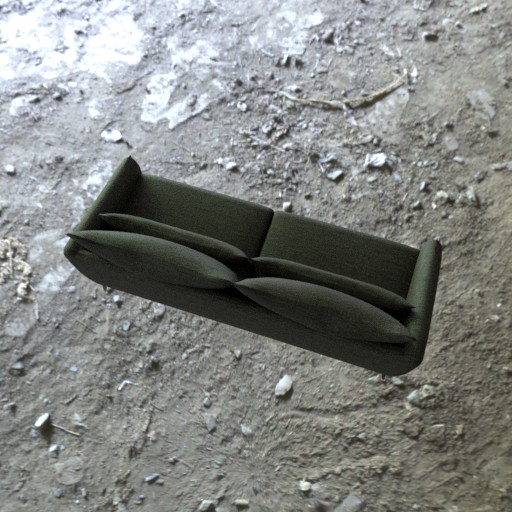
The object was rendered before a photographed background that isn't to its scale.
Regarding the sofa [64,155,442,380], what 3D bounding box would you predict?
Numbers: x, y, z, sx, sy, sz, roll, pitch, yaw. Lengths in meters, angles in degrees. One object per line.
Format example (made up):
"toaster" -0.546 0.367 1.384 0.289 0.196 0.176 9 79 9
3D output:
"sofa" 0.000 0.000 2.530 2.019 0.843 0.807 16 65 8
